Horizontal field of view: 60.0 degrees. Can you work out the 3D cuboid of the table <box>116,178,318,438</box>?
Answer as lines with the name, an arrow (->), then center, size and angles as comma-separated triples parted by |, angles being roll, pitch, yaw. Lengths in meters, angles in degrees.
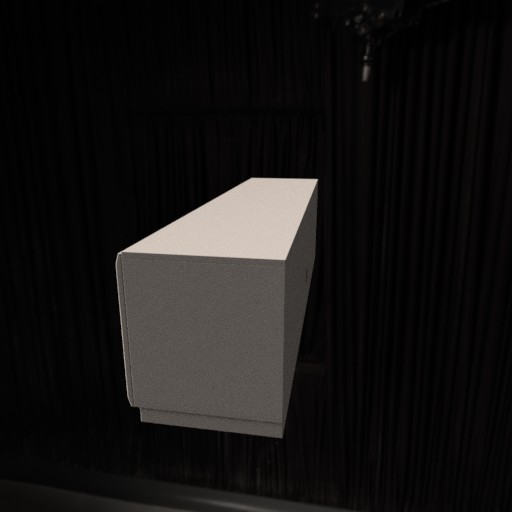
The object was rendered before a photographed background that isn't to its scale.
table -> 0.000, 0.000, 1.738 | 0.400, 0.440, 1.550 | 3, 16, 10
